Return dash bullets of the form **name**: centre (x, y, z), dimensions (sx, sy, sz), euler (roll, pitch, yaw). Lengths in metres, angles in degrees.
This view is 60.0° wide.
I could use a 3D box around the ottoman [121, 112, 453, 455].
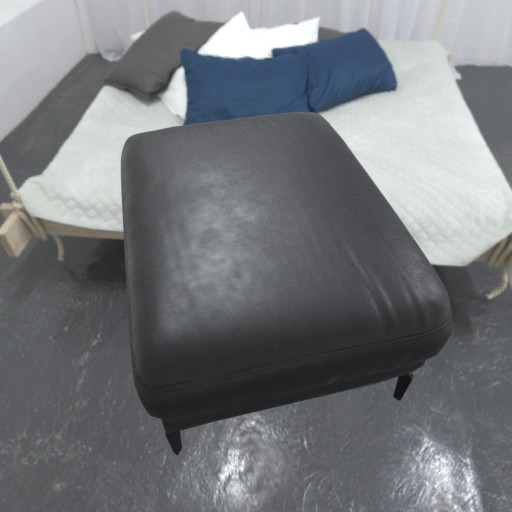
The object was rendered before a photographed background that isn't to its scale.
- **ottoman**: centre (0.000, 0.000, 1.060), dimensions (0.570, 0.402, 0.764), euler (-10, 46, -10)
